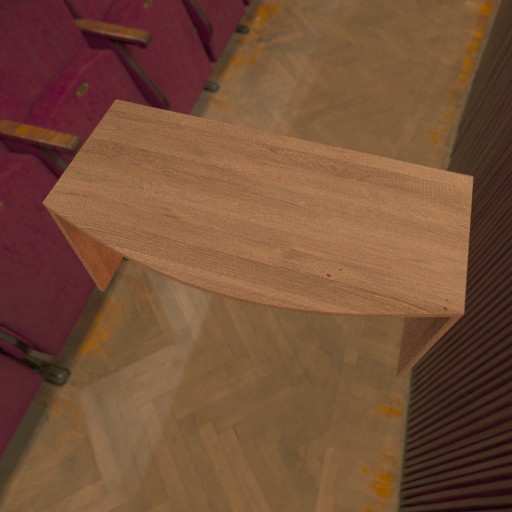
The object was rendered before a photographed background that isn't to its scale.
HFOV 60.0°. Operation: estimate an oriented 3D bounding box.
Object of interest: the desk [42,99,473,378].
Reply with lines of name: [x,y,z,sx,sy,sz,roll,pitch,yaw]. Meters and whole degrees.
desk: [0.000,0.000,2.042,1.600,0.752,0.802,15,59,9]
